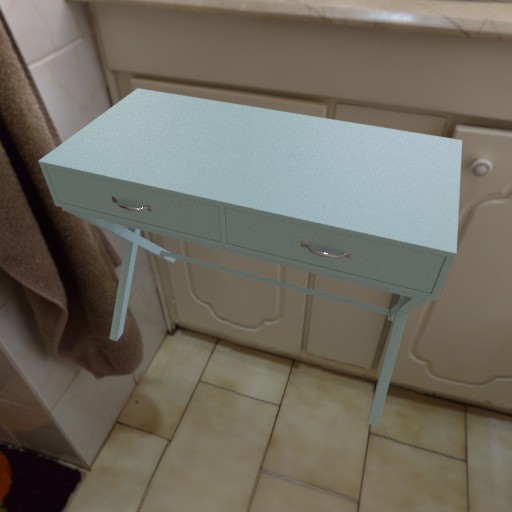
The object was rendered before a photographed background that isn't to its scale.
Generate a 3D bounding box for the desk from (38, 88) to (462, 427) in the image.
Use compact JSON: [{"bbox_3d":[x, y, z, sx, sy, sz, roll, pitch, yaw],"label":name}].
[{"bbox_3d":[0.000,0.000,1.479,1.057,0.780,0.525,14,45,14],"label":"desk"}]
